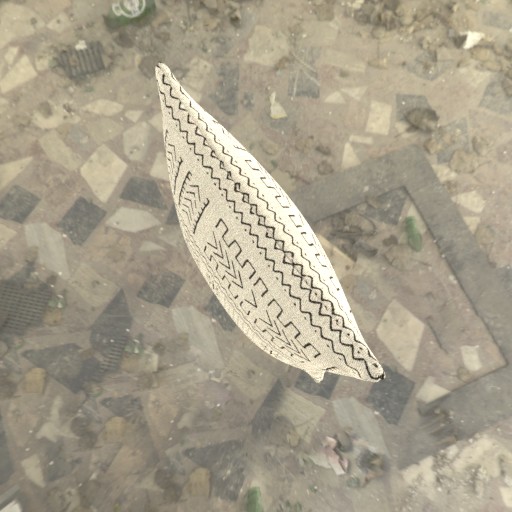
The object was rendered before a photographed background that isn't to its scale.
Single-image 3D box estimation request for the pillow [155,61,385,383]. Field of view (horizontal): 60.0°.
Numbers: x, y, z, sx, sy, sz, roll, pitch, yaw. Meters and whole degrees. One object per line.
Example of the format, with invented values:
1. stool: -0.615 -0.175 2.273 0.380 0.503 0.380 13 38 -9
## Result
1. pillow: 0.000 0.000 0.671 0.164 0.430 0.438 -32 77 -9
